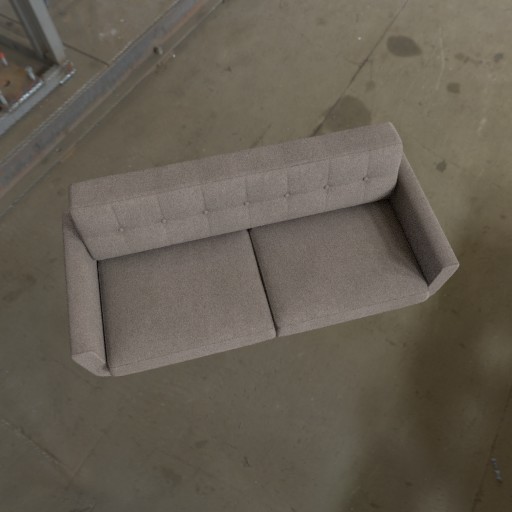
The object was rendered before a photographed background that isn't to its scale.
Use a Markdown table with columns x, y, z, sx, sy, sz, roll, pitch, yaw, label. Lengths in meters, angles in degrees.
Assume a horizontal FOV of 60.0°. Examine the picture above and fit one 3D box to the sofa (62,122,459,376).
| x | y | z | sx | sy | sz | roll | pitch | yaw | label |
| --- | --- | --- | --- | --- | --- | --- | --- | --- | --- |
| 0.000 | 0.000 | 2.532 | 2.029 | 0.841 | 0.909 | -13 | 64 | -6 | sofa |
